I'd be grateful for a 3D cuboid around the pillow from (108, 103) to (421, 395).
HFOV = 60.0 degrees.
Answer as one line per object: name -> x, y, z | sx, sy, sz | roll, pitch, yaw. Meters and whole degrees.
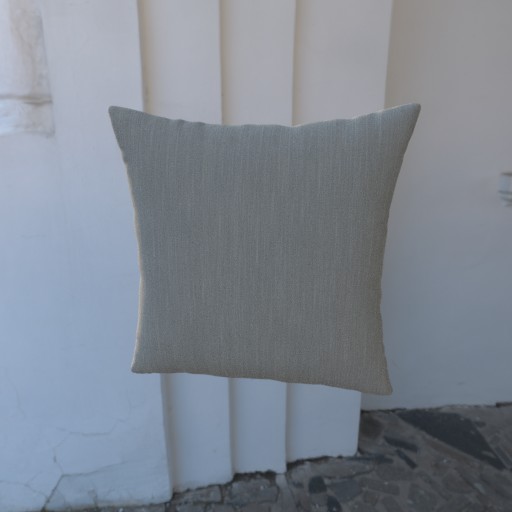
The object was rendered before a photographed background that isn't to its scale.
pillow -> 0.000, 0.000, 0.785 | 0.511, 0.509, 0.161 | 3, 16, 9
